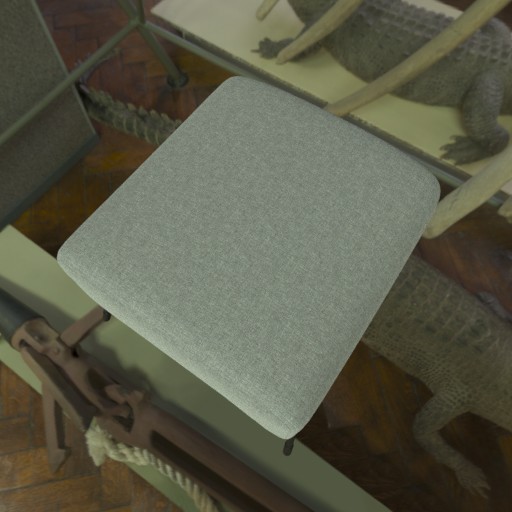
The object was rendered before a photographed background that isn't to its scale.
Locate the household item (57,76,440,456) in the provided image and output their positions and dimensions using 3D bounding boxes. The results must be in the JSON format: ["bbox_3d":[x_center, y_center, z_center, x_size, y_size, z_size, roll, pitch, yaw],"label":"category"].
[{"bbox_3d":[0.000,0.000,0.901,0.530,0.410,0.530,32,68,14],"label":"household item"}]
